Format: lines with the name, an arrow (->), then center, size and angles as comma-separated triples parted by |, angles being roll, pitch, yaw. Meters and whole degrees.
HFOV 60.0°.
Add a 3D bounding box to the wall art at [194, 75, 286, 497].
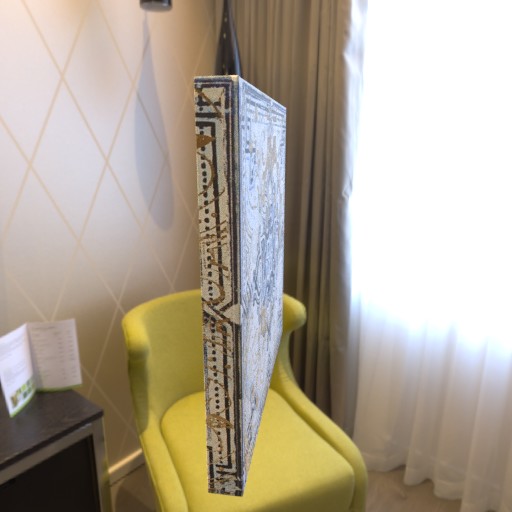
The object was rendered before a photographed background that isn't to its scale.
wall art -> 0.000, 0.000, 0.607 | 0.038, 0.410, 0.411 | 2, 15, 9
